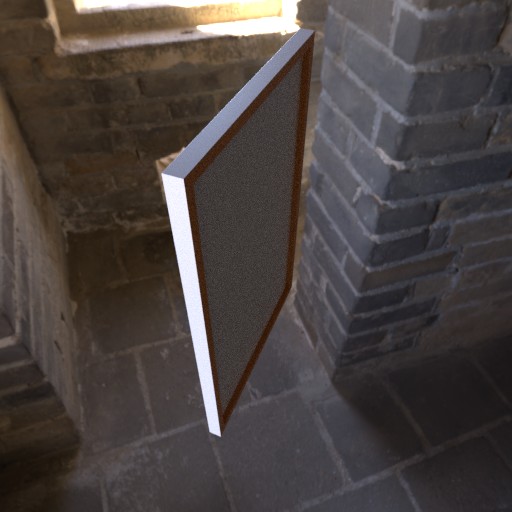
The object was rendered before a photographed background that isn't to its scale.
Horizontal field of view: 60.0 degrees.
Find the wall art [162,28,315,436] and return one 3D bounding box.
[{"bbox_3d":[0.000,0.000,0.764,0.025,0.608,0.405,17,49,16],"label":"wall art"}]
